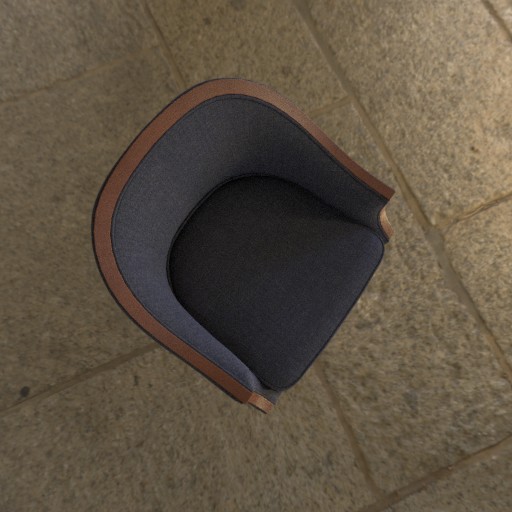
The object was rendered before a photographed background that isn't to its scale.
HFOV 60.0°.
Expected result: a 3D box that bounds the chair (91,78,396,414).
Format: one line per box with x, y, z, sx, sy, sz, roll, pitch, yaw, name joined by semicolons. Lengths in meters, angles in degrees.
0.000;0.000;1.479;0.735;0.876;0.803;36;79;8;chair
